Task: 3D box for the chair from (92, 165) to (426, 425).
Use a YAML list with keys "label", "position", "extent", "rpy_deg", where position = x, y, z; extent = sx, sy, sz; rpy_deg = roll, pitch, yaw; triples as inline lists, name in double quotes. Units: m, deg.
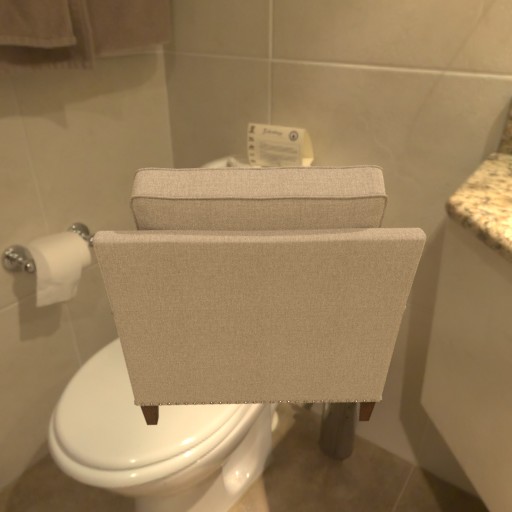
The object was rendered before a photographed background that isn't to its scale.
- label: "chair"
  position: [0.000, 0.000, 1.707]
  extent: [0.853, 0.943, 1.014]
  rpy_deg: [-1, 29, -1]
